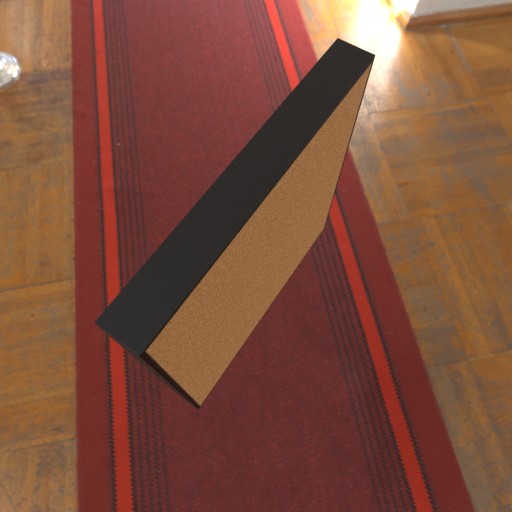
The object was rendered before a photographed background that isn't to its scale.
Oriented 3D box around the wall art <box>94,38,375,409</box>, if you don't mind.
[{"bbox_3d":[0.000,0.000,0.460,0.037,0.303,0.304,32,69,14],"label":"wall art"}]
